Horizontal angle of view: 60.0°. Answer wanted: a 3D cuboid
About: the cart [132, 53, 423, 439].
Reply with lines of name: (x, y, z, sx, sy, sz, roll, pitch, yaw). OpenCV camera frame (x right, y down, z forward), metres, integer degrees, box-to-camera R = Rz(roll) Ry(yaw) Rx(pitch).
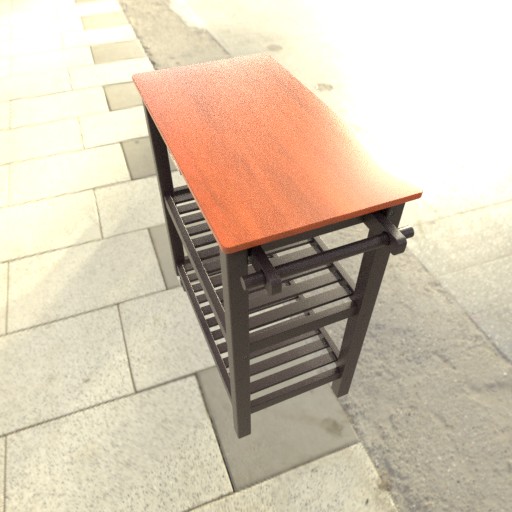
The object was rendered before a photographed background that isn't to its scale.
cart: (0.000, 0.000, 1.460, 0.457, 0.927, 0.899, -17, 47, -16)
